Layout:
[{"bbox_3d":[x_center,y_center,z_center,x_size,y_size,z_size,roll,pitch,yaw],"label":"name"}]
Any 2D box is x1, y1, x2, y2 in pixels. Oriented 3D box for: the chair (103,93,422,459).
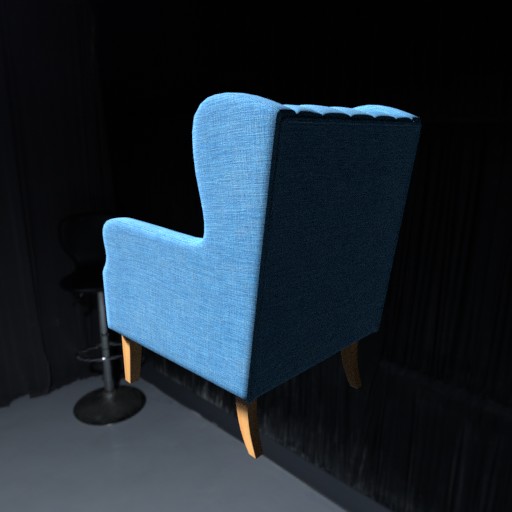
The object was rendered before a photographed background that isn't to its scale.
[{"bbox_3d":[0.000,0.000,1.465,0.711,0.952,0.775,-14,21,-43],"label":"chair"}]
